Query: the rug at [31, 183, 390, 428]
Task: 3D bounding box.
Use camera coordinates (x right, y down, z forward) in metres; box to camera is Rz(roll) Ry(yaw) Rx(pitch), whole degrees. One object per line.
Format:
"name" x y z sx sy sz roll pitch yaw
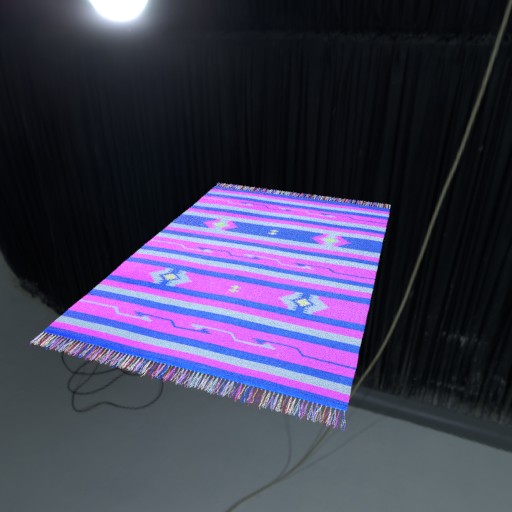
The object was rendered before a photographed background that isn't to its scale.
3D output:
"rug" 0.000 0.000 2.884 1.539 0.013 2.350 10 31 17
